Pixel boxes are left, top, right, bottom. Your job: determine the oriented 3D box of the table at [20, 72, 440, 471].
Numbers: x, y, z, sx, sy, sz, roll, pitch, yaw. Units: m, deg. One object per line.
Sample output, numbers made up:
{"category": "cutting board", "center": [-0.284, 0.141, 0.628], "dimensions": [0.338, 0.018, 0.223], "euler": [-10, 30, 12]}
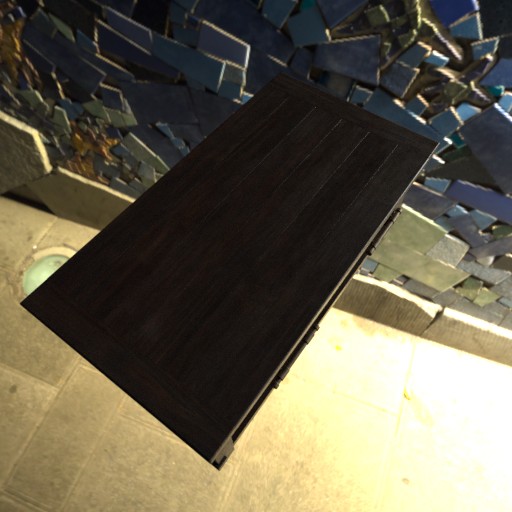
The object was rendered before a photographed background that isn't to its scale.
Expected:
{"category": "table", "center": [0.000, 0.000, 1.591], "dimensions": [0.700, 0.494, 1.270], "euler": [32, 63, 18]}
